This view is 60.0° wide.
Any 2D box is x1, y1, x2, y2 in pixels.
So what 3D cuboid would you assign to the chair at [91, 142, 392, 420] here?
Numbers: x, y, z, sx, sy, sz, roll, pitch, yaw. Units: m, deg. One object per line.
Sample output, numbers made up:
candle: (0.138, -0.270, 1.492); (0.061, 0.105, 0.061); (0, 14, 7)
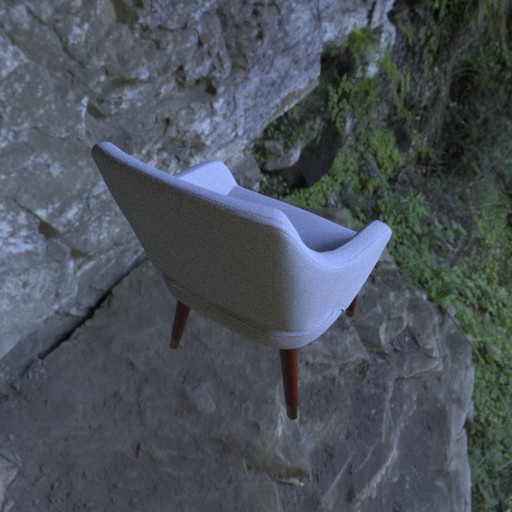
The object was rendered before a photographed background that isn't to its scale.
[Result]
chair: (0.000, 0.000, 1.252); (0.609, 0.889, 0.600); (24, 51, 21)
